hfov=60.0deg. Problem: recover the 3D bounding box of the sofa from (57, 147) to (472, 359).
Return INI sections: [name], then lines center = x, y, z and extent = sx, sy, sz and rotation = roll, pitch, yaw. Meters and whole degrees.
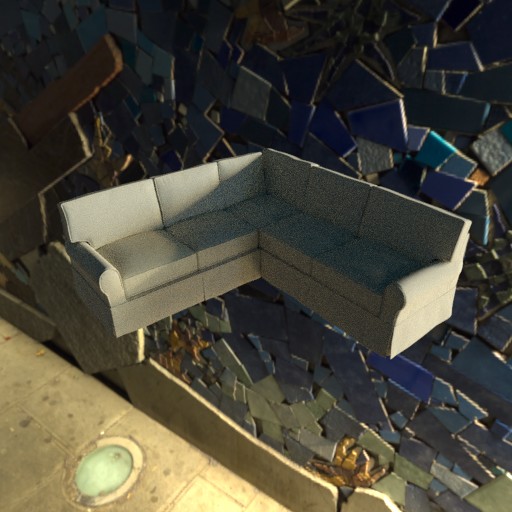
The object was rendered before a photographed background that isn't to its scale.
[sofa]
center = 0.000, 0.000, 3.976
extent = 2.591, 1.070, 2.597
rotation = -22, 36, -33
